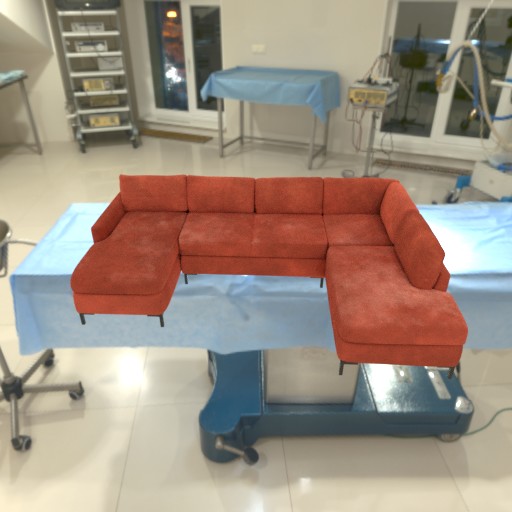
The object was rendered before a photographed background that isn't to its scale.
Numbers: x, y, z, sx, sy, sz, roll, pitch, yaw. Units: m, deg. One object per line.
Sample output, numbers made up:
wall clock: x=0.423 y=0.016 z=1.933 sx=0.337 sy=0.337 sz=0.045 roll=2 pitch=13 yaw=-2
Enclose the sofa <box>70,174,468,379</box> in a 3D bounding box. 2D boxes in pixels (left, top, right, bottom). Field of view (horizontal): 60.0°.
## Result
sofa: x=0.000 y=0.000 z=3.855 sx=2.971 sy=0.858 sz=1.981 roll=1 pitch=31 yaw=2
